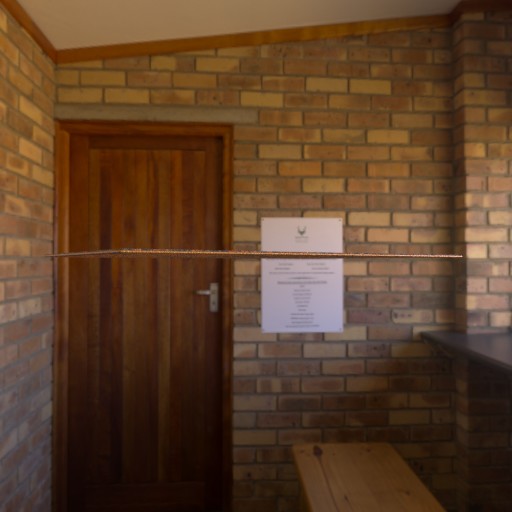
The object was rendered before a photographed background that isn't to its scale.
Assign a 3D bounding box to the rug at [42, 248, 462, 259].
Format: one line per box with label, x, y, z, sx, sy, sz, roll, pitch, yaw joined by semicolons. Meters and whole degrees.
rug;0.000;0.000;2.213;1.758;0.013;1.148;1;-1;-35
